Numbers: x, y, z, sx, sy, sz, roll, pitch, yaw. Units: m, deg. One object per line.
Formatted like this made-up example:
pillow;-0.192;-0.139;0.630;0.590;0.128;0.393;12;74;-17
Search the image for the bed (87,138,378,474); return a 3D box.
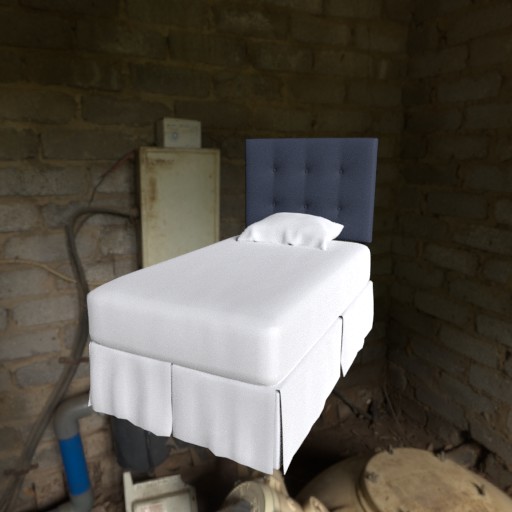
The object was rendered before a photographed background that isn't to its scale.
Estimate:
bed;0.000;0.000;2.990;1.261;1.571;1.997;7;15;26
